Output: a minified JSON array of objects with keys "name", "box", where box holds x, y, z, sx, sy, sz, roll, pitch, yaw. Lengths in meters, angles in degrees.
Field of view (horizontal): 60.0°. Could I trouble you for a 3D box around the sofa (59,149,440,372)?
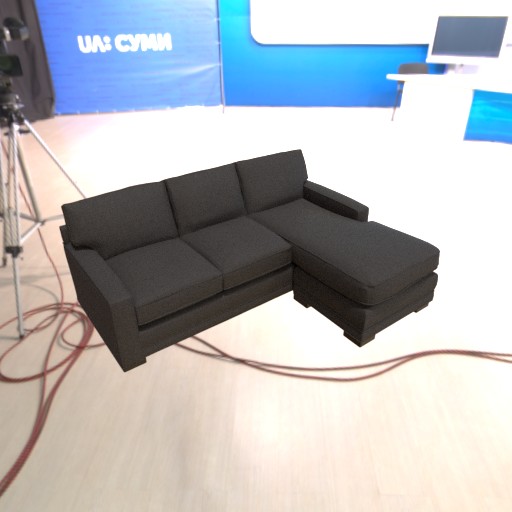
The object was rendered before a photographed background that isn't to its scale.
[{"name":"sofa","box":[0.000,0.000,3.419,2.370,0.973,1.790,-21,37,-31]}]
